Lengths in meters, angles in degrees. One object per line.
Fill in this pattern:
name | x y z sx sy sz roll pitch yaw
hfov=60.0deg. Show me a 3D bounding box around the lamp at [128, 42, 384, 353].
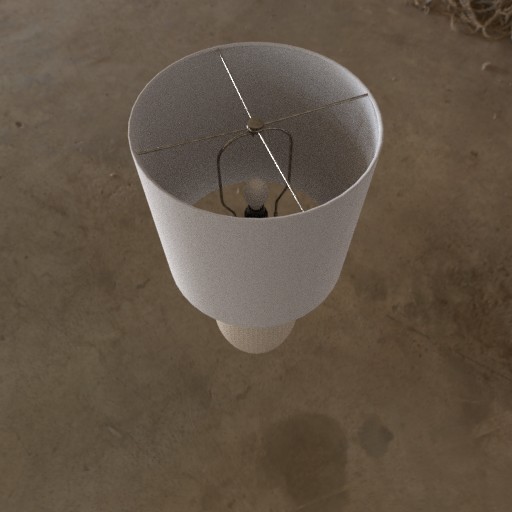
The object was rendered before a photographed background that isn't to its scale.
lamp | 0.000 0.000 0.572 0.217 0.453 0.217 -17 60 -10
